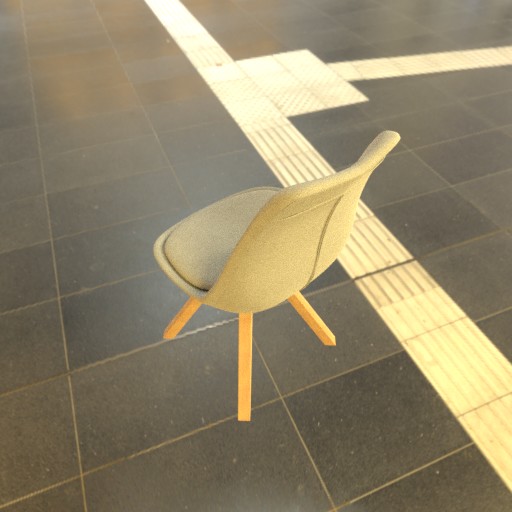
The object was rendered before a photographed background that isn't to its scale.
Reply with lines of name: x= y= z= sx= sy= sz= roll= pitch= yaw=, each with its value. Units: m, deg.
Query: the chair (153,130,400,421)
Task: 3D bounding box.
chair: x=0.000 y=0.000 z=1.204 sx=0.474 sy=0.863 sz=0.549 roll=-33 pitch=54 yaw=-28
